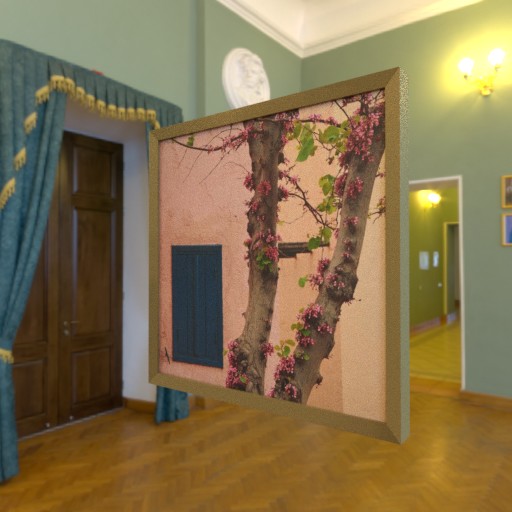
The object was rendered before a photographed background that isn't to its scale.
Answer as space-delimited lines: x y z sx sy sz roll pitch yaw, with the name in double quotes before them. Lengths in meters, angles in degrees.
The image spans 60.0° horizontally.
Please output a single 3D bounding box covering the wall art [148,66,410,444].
"wall art" 0.000 0.000 0.760 0.507 0.508 0.038 0 -1 36
